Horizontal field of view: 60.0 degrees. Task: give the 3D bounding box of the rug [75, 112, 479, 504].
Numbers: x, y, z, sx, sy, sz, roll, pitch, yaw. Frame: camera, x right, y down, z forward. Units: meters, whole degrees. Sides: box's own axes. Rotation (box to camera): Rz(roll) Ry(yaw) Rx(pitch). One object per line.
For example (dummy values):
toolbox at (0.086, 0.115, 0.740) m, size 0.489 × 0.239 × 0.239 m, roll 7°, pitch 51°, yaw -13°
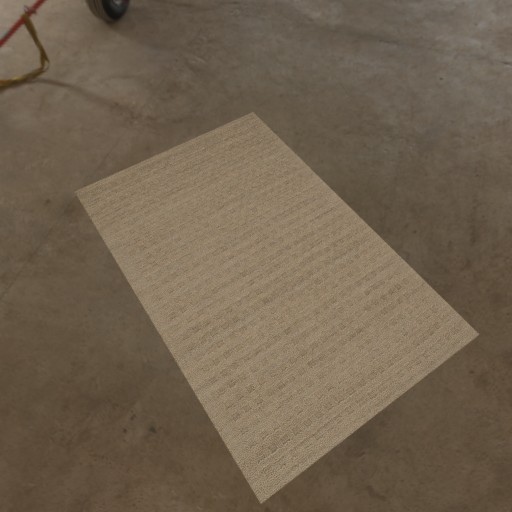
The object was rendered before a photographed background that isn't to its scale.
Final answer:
rug at (0.000, 0.000, 2.135) m, size 1.142 × 0.006 × 1.752 m, roll -30°, pitch 62°, yaw -18°
